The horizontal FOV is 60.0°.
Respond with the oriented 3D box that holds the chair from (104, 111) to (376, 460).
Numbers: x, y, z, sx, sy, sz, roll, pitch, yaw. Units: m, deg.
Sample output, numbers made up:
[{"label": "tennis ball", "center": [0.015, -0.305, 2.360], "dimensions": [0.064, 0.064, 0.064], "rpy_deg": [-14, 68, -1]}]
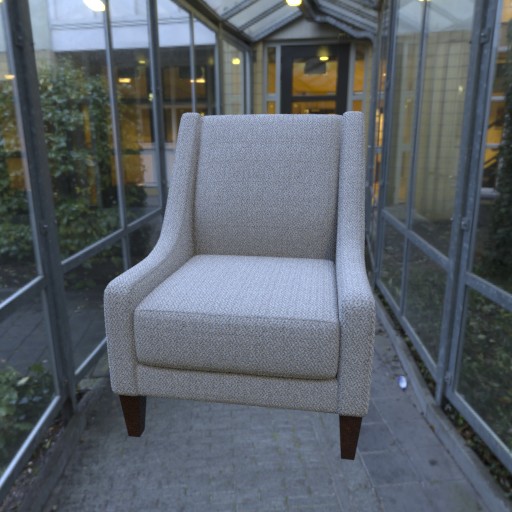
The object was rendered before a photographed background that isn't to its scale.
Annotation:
[{"label": "chair", "center": [0.000, 0.000, 1.579], "dimensions": [0.774, 1.014, 0.870], "rpy_deg": [2, 15, 9]}]
